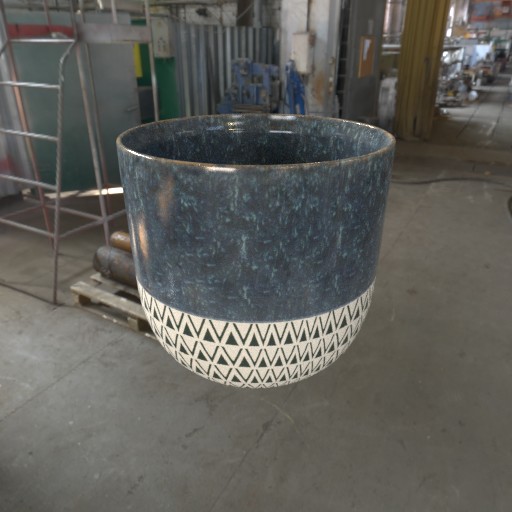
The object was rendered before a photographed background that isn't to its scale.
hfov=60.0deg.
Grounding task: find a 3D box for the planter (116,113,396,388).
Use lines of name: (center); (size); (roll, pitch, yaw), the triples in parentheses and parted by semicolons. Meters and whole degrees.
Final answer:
planter: (0.000, 0.000, 0.495); (0.266, 0.270, 0.266); (0, 26, 0)
